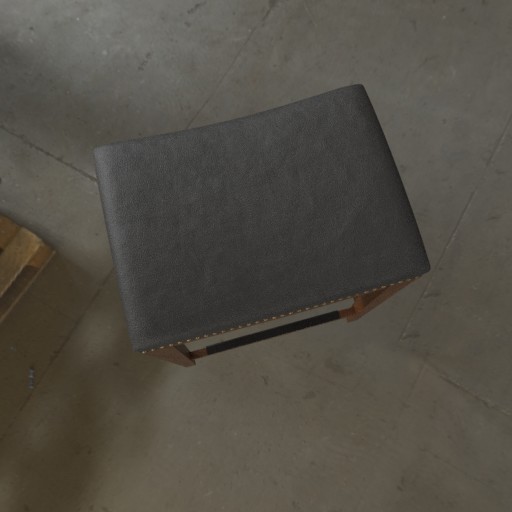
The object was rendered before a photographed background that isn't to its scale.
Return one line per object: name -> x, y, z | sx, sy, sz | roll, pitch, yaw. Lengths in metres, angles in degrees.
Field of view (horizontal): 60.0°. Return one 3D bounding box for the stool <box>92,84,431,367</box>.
stool -> 0.000, 0.000, 0.948 | 0.490, 0.664, 0.353 | -15, 77, -4
